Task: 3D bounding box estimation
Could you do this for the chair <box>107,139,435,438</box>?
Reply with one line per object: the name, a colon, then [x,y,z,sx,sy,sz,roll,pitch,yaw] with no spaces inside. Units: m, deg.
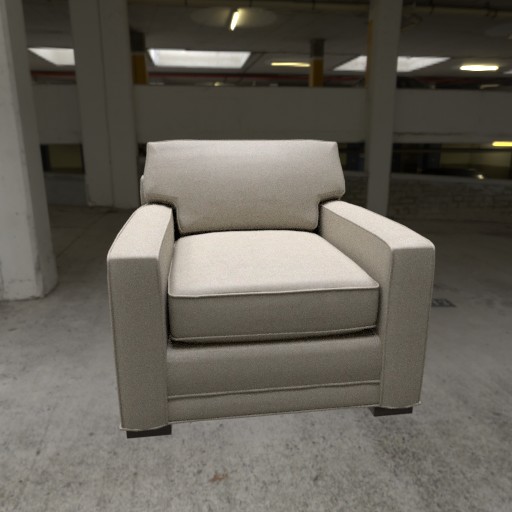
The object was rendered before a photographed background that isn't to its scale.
chair: [0.000,0.000,1.813,0.998,0.913,1.043,-2,15,-8]
